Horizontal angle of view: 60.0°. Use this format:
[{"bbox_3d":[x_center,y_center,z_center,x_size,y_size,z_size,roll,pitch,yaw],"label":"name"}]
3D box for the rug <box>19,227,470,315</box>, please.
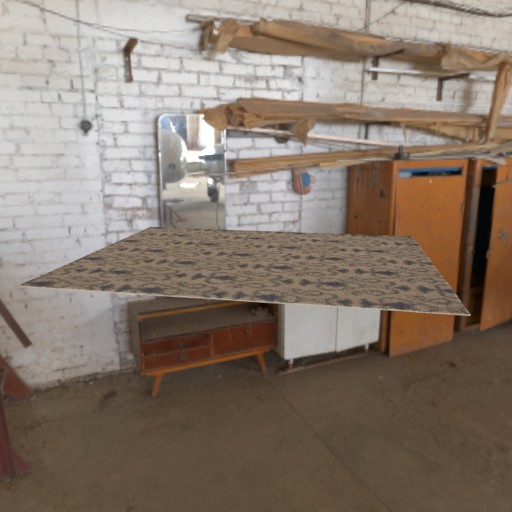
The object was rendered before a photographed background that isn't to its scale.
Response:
[{"bbox_3d":[0.000,0.000,4.217,3.205,0.015,2.437,3,15,10],"label":"rug"}]
